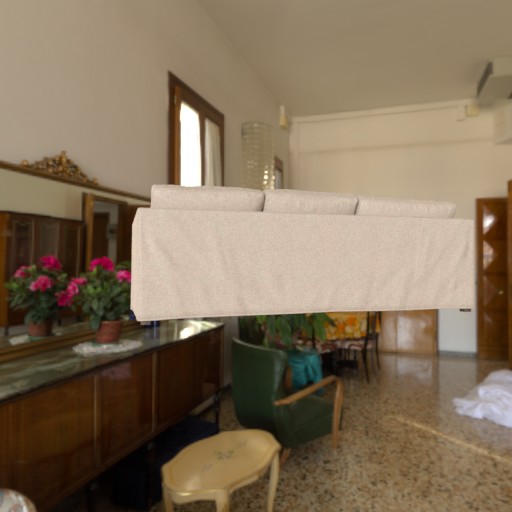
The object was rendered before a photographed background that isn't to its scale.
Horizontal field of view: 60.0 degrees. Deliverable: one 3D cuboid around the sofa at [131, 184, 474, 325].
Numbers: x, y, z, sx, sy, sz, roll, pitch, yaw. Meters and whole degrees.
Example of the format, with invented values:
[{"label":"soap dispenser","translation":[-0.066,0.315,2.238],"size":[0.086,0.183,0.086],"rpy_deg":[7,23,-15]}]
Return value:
[{"label":"sofa","translation":[0.000,0.000,4.420],"size":[2.432,0.871,3.182],"rpy_deg":[0,-1,-17]}]
